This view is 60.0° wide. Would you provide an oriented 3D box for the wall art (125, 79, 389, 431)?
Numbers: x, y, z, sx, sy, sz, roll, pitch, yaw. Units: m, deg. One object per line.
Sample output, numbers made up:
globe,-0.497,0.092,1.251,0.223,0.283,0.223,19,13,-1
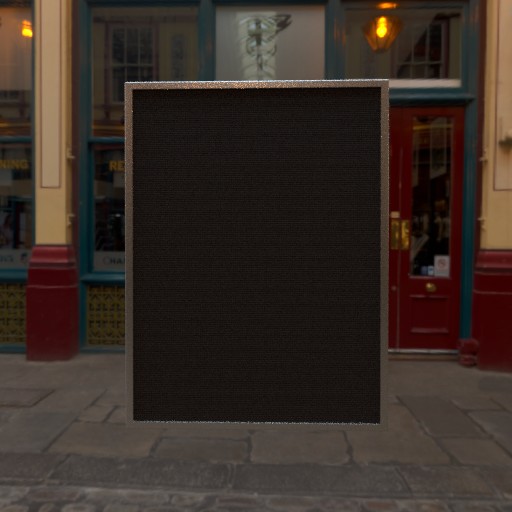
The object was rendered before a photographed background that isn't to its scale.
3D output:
wall art,0.000,0.000,1.366,0.801,1.062,0.037,0,1,2
